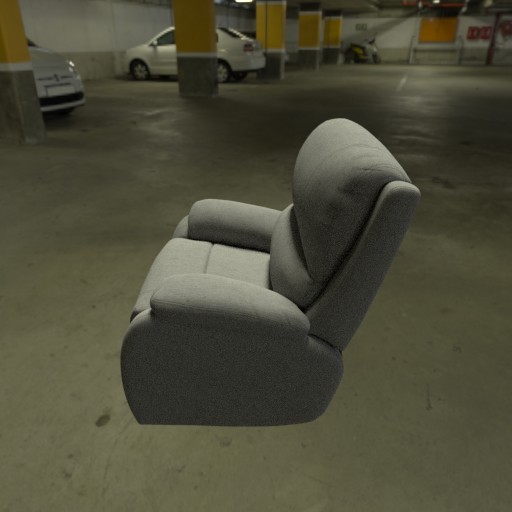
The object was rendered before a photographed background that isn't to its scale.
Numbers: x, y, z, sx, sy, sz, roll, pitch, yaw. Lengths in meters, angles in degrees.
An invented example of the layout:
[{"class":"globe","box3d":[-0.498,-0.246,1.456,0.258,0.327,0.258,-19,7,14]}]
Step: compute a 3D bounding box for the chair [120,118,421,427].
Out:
[{"class":"chair","box3d":[0.000,0.000,1.734,0.899,1.011,0.930,1,26,1]}]
